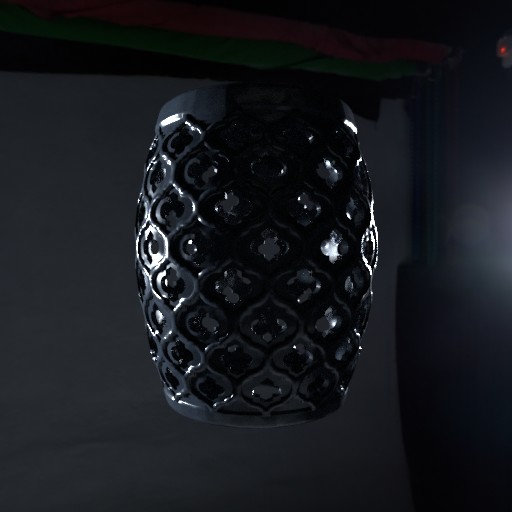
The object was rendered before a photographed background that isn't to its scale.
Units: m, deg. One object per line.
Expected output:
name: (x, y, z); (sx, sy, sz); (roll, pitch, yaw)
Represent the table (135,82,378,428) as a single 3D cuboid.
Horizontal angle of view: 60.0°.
table: (0.000, 0.000, 0.615); (0.325, 0.388, 0.325); (0, 0, 0)
